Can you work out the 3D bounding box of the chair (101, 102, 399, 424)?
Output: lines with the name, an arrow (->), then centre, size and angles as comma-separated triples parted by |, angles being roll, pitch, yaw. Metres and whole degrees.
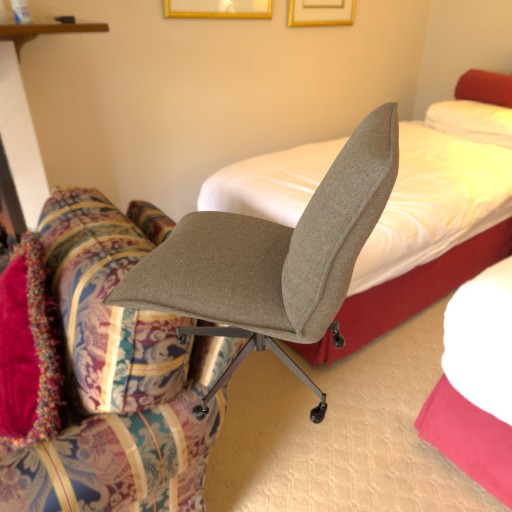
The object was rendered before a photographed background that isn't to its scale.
chair -> 0.000, 0.000, 1.287 | 0.696, 0.811, 0.597 | 8, 31, 14
